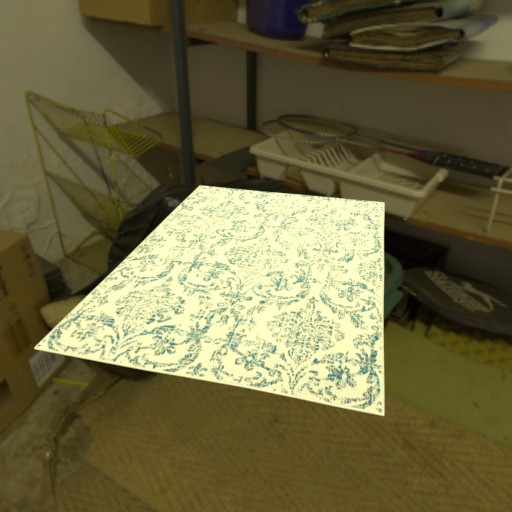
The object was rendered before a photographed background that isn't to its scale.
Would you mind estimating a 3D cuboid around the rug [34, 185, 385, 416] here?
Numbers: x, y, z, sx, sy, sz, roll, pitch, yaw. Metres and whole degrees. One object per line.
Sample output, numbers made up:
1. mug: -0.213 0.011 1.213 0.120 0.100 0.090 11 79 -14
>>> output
1. rug: 0.000 0.000 2.821 1.586 0.014 2.197 7 30 12
